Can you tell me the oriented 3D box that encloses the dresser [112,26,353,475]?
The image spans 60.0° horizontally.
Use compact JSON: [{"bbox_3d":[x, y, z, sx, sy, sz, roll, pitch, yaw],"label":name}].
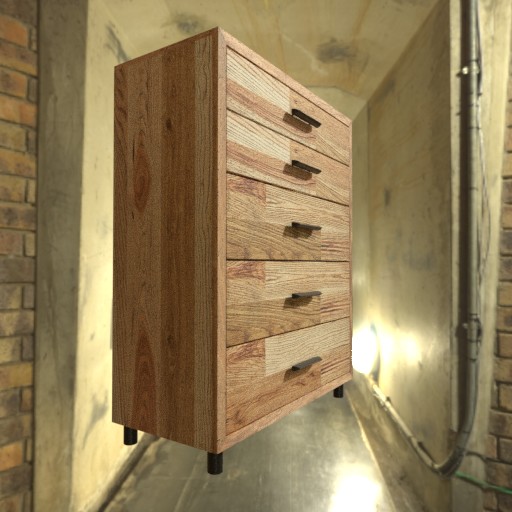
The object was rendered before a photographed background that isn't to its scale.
[{"bbox_3d":[0.000,0.000,1.717,0.480,1.243,0.966,-1,-1,34],"label":"dresser"}]
